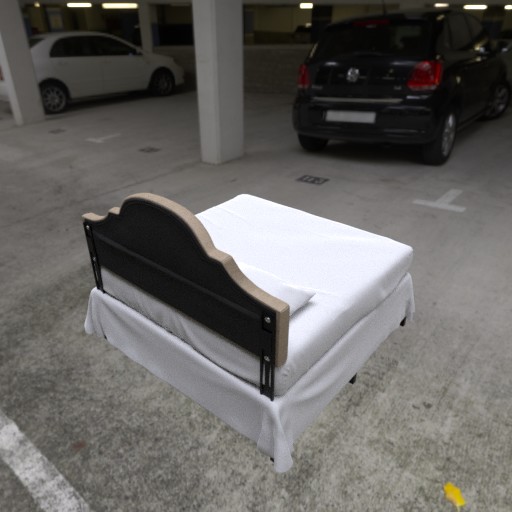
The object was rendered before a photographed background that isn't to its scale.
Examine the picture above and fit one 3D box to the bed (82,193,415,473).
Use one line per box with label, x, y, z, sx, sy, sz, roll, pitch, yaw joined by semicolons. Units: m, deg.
bed;0.000;0.000;3.765;2.303;1.631;2.222;23;37;34
